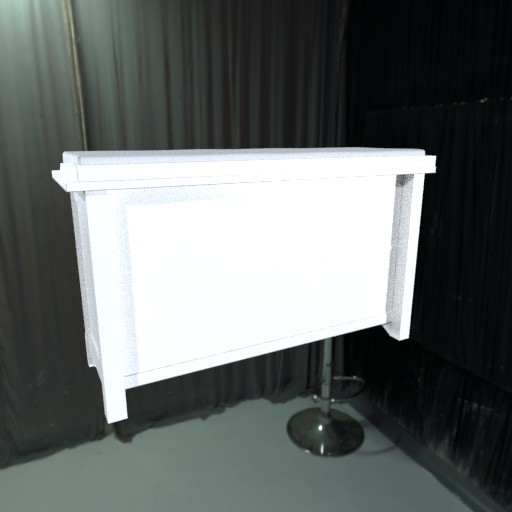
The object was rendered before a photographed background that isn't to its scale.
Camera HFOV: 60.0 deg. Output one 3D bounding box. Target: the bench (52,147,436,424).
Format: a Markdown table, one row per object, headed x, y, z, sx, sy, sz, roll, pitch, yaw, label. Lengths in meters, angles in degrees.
| x | y | z | sx | sy | sz | roll | pitch | yaw | label |
| --- | --- | --- | --- | --- | --- | --- | --- | --- | --- |
| 0.000 | 0.000 | 1.262 | 0.987 | 0.589 | 0.346 | -8 | 17 | -27 | bench |
